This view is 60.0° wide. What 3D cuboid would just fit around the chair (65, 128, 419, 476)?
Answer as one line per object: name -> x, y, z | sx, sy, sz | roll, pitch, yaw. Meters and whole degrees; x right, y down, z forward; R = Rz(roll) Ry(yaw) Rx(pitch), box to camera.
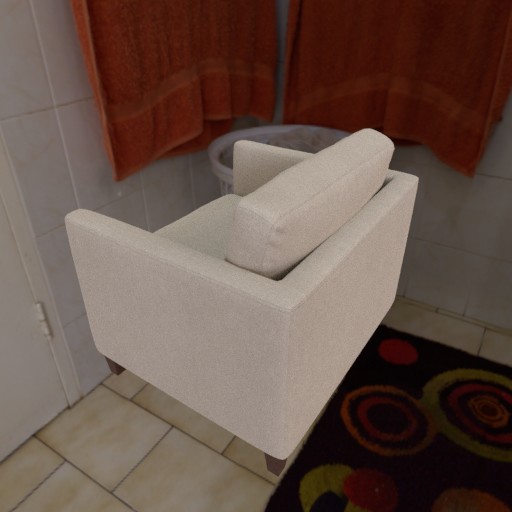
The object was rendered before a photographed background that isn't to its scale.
chair -> 0.000, 0.000, 1.834 | 0.959, 0.961, 1.107 | 20, 37, 29
